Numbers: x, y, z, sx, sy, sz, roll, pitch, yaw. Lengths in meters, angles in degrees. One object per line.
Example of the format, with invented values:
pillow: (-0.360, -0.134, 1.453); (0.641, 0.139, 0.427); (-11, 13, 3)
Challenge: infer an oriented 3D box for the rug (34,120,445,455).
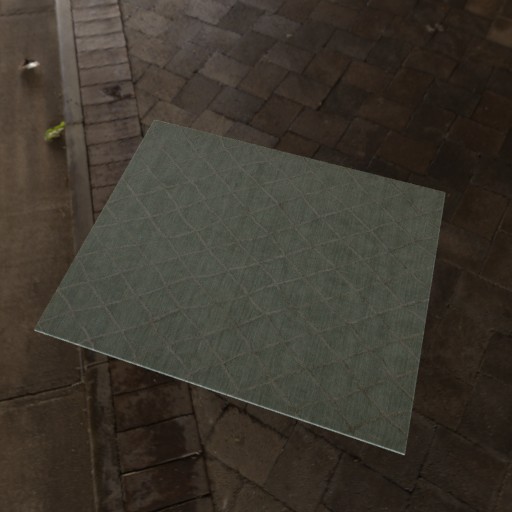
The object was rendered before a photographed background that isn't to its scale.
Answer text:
rug: (0.000, 0.000, 3.943); (3.039, 0.019, 2.420); (16, 64, 8)
